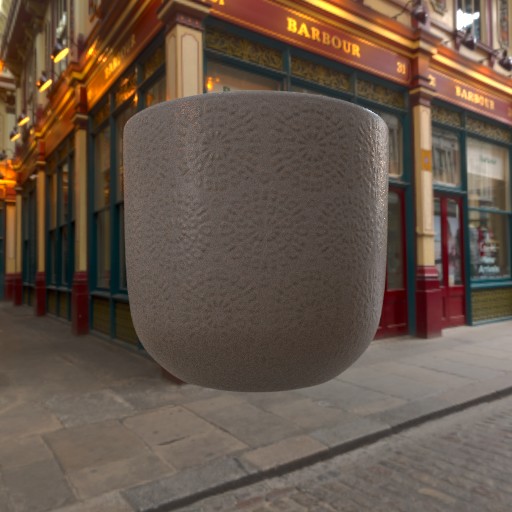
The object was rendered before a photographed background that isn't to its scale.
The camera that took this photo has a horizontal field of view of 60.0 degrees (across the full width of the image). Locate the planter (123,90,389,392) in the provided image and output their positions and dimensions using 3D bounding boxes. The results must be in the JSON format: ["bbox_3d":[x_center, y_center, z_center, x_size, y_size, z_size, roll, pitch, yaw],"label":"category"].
[{"bbox_3d":[0.000,0.000,0.360,0.208,0.190,0.208,0,-1,0],"label":"planter"}]
